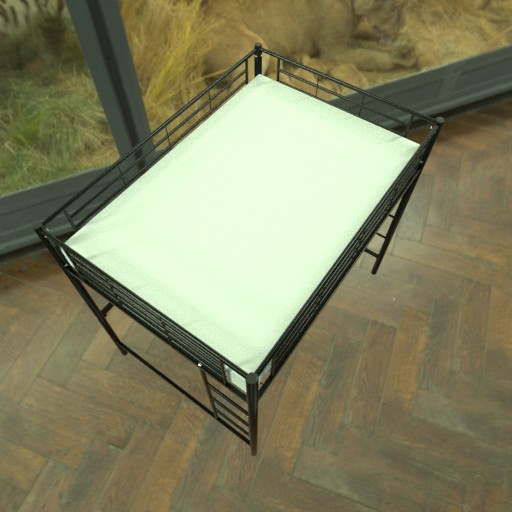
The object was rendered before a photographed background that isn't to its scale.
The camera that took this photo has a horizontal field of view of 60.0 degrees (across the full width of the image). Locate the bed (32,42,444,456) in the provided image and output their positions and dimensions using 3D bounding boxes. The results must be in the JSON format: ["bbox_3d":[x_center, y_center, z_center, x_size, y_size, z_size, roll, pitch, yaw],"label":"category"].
[{"bbox_3d":[0.000,0.000,3.214,1.397,1.803,1.994,31,62,18],"label":"bed"}]
